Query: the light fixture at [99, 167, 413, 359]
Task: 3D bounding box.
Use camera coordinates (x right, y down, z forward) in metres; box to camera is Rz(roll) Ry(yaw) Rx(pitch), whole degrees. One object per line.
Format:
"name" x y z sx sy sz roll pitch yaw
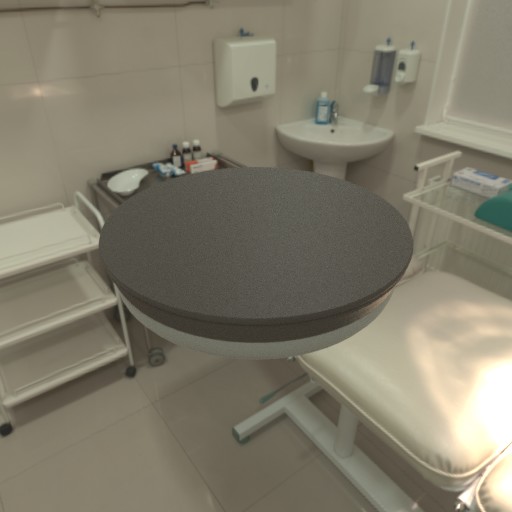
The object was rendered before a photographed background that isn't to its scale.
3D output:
"light fixture" 0.000 0.000 0.565 0.368 0.100 0.368 0 32 0
